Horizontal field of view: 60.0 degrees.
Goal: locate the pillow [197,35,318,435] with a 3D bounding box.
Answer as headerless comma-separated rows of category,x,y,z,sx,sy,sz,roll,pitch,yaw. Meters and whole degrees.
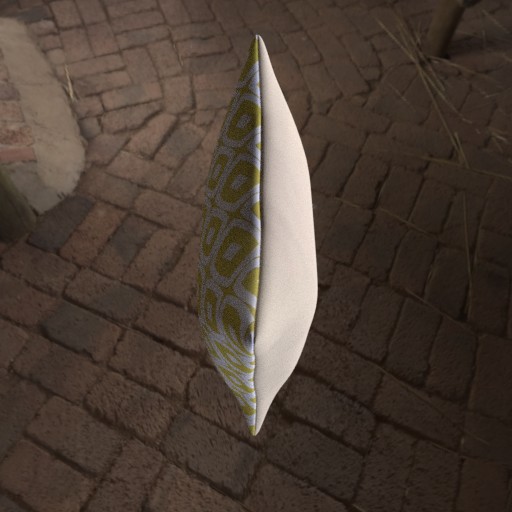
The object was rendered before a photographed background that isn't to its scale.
pillow,0.000,0.000,0.760,0.188,0.494,0.504,0,58,0
